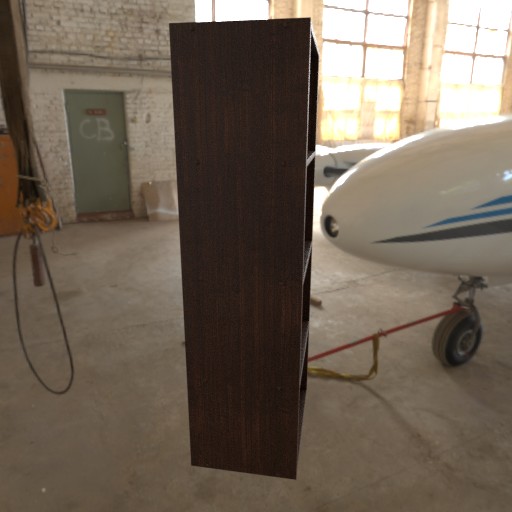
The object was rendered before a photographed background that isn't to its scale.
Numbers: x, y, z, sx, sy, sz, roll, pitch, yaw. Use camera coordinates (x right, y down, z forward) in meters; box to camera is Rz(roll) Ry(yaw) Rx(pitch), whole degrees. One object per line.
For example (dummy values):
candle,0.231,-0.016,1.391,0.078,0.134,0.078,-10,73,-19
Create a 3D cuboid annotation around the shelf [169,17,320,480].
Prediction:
shelf,0.000,0.000,1.233,0.290,1.099,0.415,3,17,10
